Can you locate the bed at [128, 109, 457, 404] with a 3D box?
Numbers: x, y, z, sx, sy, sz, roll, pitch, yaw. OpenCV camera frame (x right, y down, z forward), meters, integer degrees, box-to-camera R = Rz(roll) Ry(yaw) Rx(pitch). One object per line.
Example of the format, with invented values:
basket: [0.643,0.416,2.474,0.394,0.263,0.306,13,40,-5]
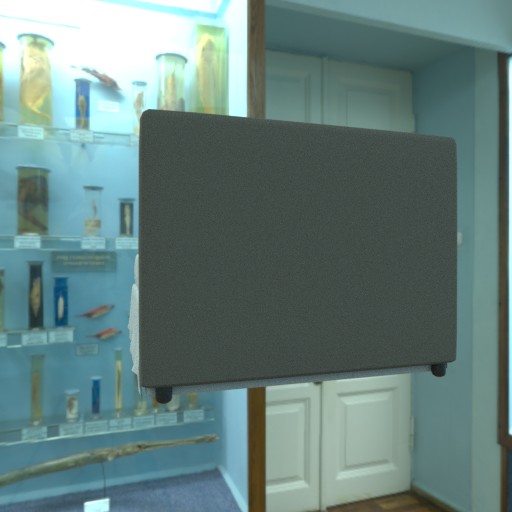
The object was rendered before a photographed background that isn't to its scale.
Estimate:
bed: [0.000,0.000,3.187,1.748,1.330,2.142,0,0,-17]
